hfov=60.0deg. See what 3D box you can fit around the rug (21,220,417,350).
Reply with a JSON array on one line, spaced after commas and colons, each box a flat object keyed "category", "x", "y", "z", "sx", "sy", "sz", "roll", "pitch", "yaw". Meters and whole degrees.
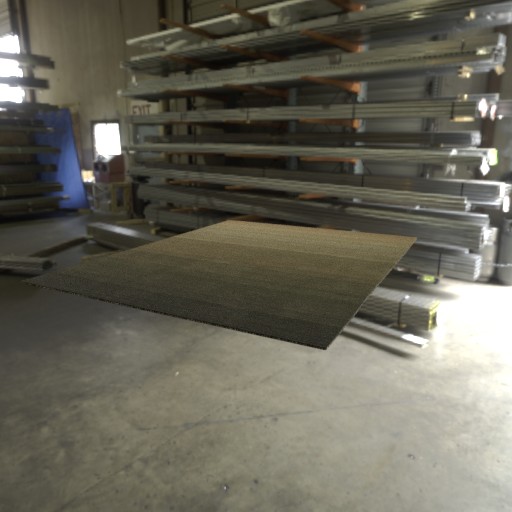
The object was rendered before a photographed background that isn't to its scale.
[{"category": "rug", "x": 0.000, "y": 0.000, "z": 3.932, "sx": 2.315, "sy": 0.015, "sz": 2.932, "roll": 7, "pitch": 16, "yaw": 27}]
